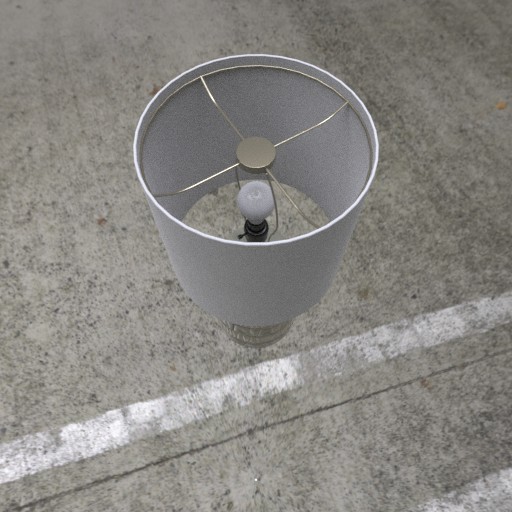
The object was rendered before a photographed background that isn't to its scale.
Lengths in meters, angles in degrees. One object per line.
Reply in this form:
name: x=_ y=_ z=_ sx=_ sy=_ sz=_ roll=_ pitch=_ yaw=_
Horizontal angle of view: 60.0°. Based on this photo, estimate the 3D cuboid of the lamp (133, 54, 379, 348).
lamp: x=0.000 y=0.000 z=0.586 sx=0.211 sy=0.455 sz=0.211 roll=-16 pitch=64 yaw=-8
